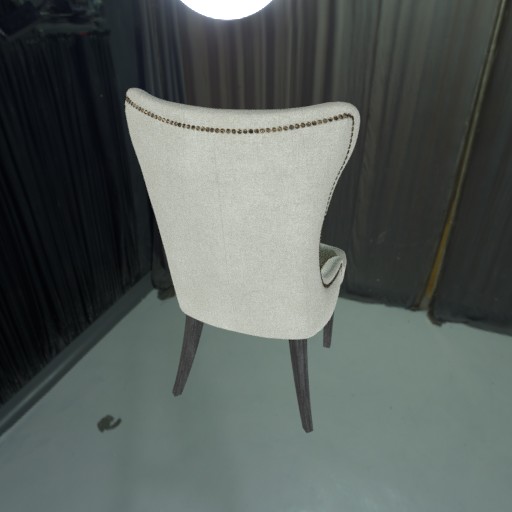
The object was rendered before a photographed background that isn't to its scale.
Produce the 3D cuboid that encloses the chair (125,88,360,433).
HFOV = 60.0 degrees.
[{"bbox_3d":[0.000,0.000,1.430,0.584,1.065,0.590,10,32,16],"label":"chair"}]
